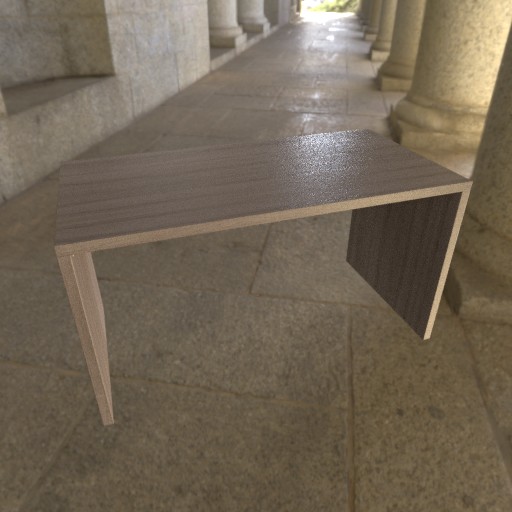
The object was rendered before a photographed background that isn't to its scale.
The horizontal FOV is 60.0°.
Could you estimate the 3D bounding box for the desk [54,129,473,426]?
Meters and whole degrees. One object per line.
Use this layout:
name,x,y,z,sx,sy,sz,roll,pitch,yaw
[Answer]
desk,0.000,0.000,1.844,1.380,0.745,0.690,-10,33,-16
